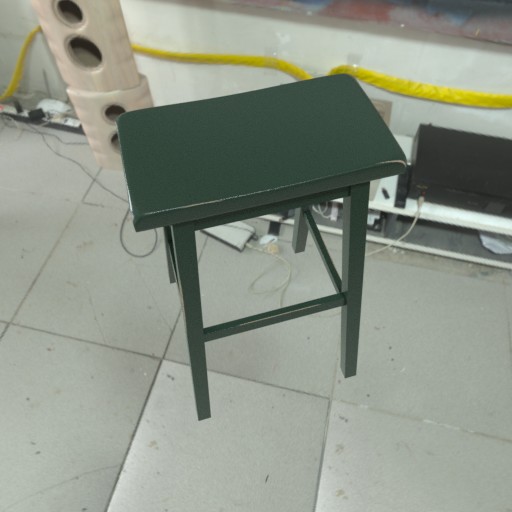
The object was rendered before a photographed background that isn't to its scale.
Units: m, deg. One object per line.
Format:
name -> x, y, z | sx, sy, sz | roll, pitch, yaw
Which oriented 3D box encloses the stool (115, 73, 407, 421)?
stool -> 0.000, 0.000, 1.046 | 0.457, 0.737, 0.476 | -13, 58, -9
